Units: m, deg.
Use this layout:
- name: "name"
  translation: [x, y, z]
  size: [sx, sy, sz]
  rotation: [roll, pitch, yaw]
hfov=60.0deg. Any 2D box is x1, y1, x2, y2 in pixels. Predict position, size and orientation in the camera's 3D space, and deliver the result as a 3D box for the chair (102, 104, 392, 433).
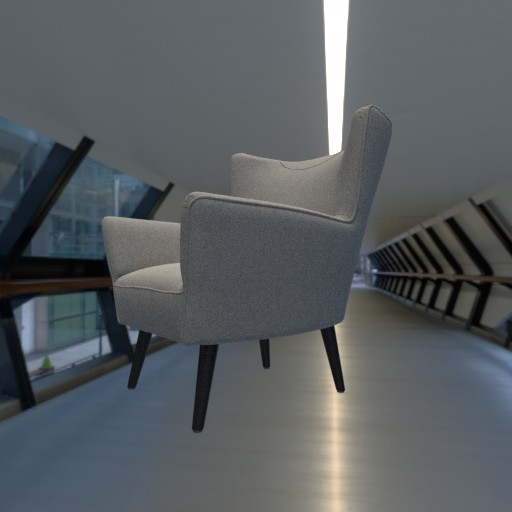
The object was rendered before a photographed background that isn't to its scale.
- name: "chair"
  translation: [0.000, 0.000, 1.577]
  size: [0.888, 0.933, 0.781]
  rotation: [1, -1, -36]
